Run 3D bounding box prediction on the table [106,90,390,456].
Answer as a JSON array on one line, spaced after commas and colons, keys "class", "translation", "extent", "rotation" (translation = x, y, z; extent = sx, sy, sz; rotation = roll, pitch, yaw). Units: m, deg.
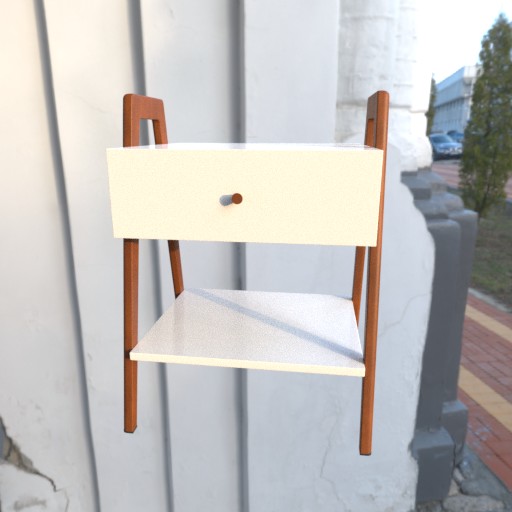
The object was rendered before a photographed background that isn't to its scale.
[{"class": "table", "translation": [0.000, 0.000, 0.890], "extent": [0.457, 0.610, 0.405], "rotation": [2, 16, 8]}]
